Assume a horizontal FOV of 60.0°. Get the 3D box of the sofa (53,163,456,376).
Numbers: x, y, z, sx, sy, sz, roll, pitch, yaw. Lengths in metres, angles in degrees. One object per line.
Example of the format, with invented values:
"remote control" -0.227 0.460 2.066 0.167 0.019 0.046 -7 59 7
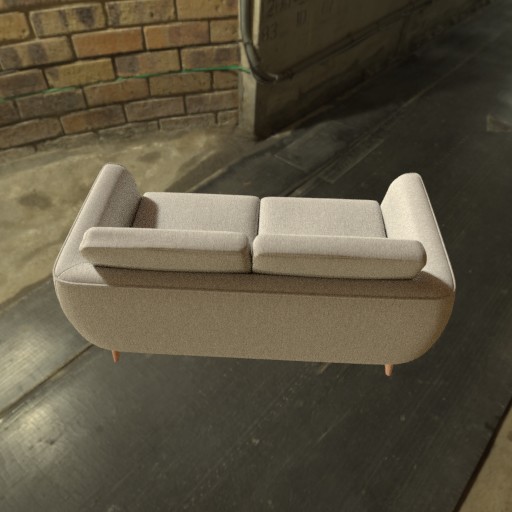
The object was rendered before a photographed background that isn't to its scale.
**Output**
"sofa" 0.000 0.000 2.204 1.700 0.850 0.920 2 47 2
